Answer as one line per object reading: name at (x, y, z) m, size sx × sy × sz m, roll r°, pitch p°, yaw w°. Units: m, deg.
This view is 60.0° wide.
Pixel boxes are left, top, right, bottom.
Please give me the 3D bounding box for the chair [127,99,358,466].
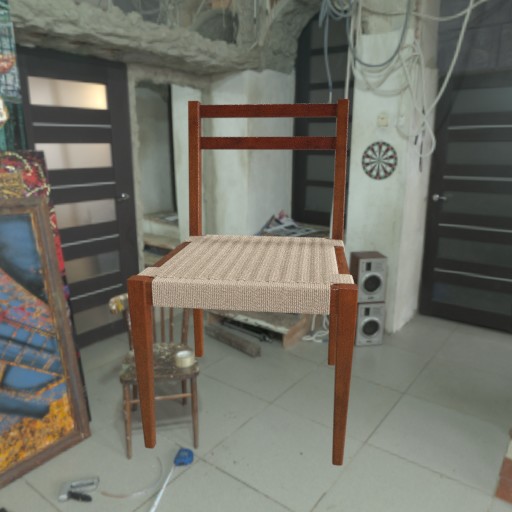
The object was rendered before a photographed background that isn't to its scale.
chair at (0.000, 0.000, 1.210) m, size 0.495 × 0.851 × 0.569 m, roll 2°, pitch 14°, yaw 7°
